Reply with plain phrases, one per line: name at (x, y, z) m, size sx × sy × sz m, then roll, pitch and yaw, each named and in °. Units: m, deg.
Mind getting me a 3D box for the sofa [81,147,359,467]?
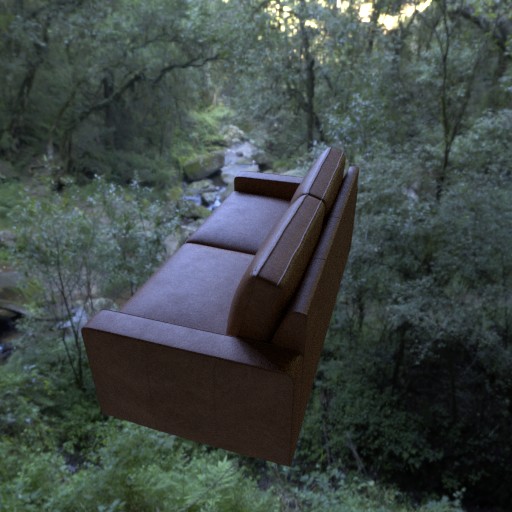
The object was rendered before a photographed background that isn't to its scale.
sofa at (0.000, 0.000, 2.736) m, size 0.991 × 0.928 × 2.156 m, roll 9°, pitch 32°, yaw 15°
